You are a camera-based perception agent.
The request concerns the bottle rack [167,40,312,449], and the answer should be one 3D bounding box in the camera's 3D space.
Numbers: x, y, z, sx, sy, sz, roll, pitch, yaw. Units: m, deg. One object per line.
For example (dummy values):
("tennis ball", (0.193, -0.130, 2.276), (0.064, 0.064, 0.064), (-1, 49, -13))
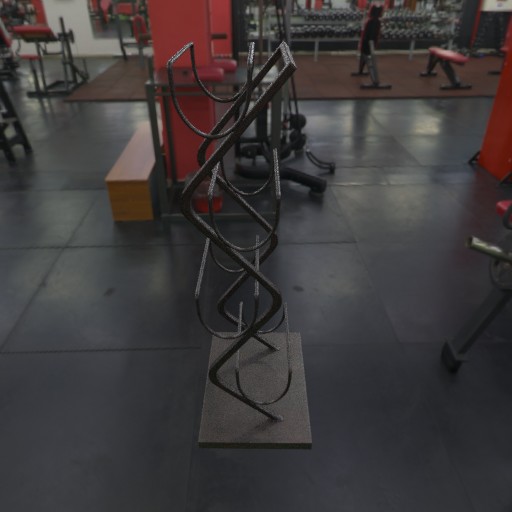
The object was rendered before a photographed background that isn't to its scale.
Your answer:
("bottle rack", (0.000, 0.000, 0.657), (0.178, 0.559, 0.254), (0, 32, 1))
